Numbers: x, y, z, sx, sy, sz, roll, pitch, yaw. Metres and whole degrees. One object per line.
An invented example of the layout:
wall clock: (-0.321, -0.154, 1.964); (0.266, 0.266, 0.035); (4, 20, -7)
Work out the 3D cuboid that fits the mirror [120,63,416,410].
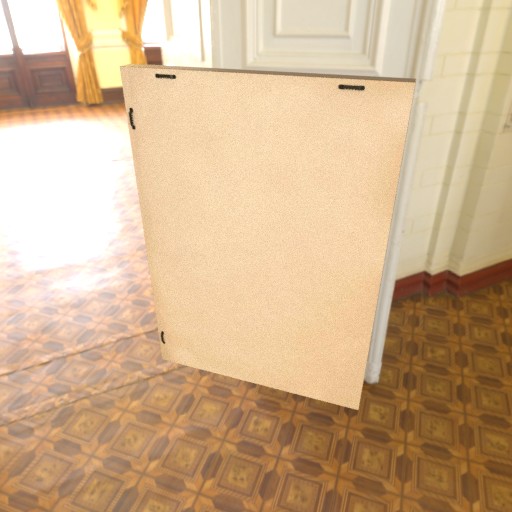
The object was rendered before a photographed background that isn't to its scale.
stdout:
mirror: (0.000, 0.000, 0.917); (0.508, 0.711, 0.039); (10, 32, 16)
